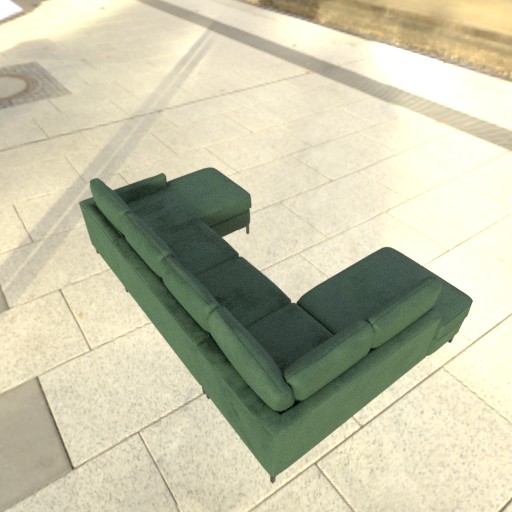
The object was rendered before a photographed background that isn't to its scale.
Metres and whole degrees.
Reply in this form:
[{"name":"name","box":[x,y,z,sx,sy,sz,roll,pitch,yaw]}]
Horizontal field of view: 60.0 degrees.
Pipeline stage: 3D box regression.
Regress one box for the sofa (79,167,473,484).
[{"name":"sofa","box":[0.000,0.000,3.864,1.992,0.861,2.994,-26,47,-27]}]
